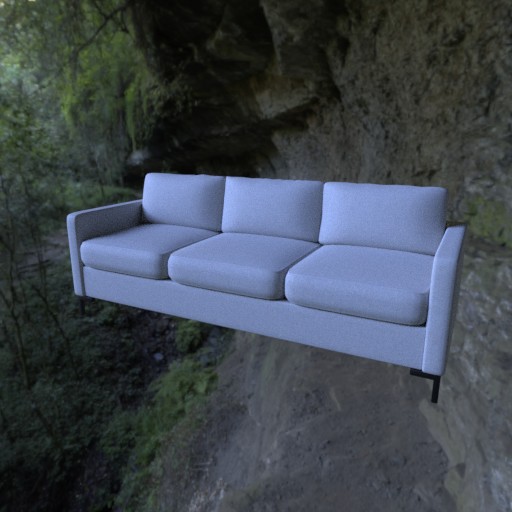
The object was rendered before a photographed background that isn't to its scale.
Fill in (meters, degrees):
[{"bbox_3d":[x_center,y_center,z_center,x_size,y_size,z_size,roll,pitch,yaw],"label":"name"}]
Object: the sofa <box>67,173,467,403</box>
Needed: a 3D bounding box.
[{"bbox_3d":[0.000,0.000,2.641,2.218,0.874,0.859,8,17,26],"label":"sofa"}]
